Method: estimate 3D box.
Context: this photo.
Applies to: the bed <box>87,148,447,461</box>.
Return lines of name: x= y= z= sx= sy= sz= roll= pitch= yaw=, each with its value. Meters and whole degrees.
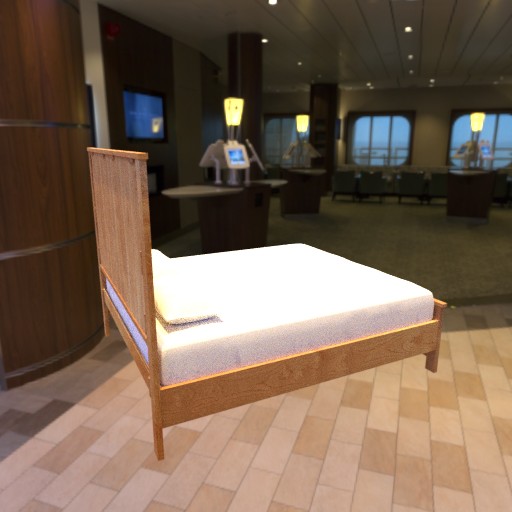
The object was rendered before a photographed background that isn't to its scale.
bed: x=0.000 y=0.000 z=4.112 sx=2.530 sy=1.938 sz=2.225 roll=-7 pitch=16 yaw=-26
